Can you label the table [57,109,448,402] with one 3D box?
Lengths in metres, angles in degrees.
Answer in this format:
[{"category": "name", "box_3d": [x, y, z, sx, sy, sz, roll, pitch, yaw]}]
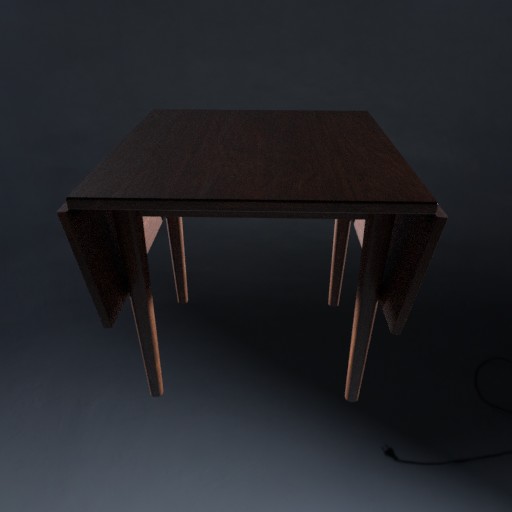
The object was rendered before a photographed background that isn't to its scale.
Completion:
[{"category": "table", "box_3d": [0.000, 0.000, 1.475, 0.843, 0.763, 0.812, 1, 31, 2]}]
